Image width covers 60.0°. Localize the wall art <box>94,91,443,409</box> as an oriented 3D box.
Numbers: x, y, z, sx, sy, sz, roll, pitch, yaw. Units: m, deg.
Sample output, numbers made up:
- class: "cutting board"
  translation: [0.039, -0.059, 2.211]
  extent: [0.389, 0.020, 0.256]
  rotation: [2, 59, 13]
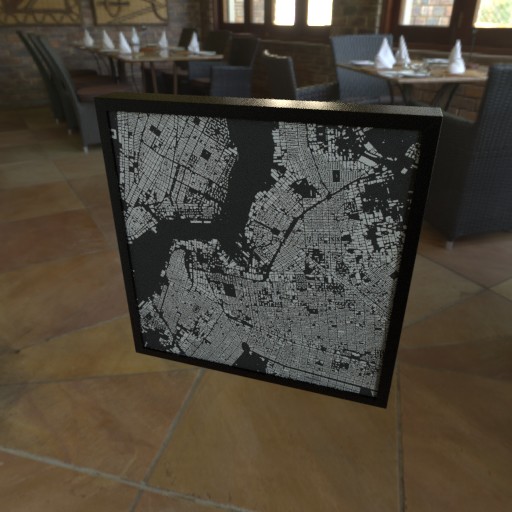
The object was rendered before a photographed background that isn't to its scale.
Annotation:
- class: "wall art"
  translation: [0.000, 0.000, 0.451]
  extent: [0.299, 0.299, 0.037]
  rotation: [8, 29, 15]
